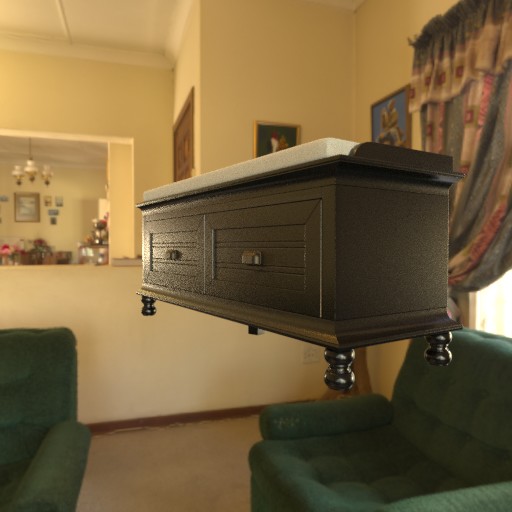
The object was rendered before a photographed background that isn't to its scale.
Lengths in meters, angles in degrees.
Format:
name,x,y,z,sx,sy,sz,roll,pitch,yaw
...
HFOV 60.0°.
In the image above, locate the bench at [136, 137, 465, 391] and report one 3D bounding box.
name,x,y,z,sx,sy,sz,roll,pitch,yaw
bench,0.000,0.000,1.434,0.402,0.501,1.185,-1,2,-33
